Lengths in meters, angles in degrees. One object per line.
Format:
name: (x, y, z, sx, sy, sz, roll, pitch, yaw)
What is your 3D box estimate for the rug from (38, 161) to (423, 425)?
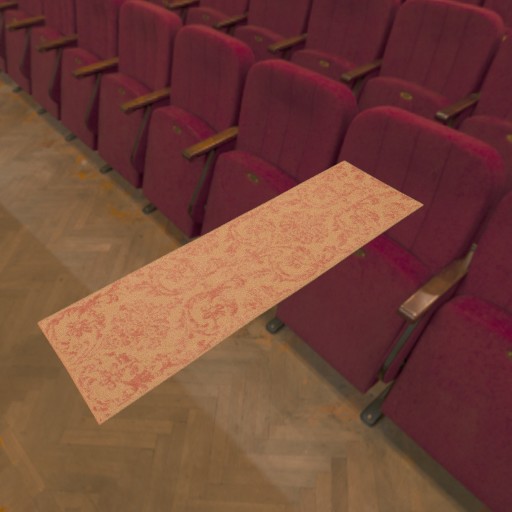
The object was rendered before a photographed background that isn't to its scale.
rug: (0.000, 0.000, 2.455, 2.196, 0.011, 0.662, -31, 52, -27)
